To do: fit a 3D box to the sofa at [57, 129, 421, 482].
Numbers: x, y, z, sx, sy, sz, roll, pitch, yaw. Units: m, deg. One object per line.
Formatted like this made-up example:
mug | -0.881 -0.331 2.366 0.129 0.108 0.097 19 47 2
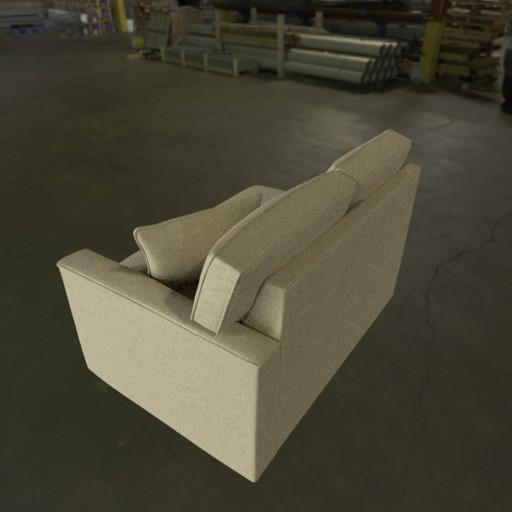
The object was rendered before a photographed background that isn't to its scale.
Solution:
sofa | 0.000 0.000 2.056 0.991 0.989 1.388 21 38 29
